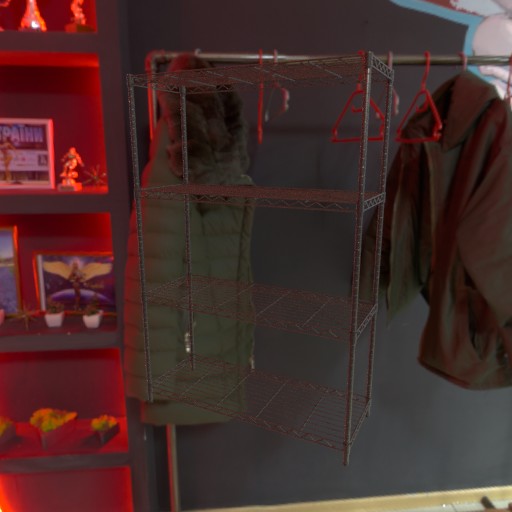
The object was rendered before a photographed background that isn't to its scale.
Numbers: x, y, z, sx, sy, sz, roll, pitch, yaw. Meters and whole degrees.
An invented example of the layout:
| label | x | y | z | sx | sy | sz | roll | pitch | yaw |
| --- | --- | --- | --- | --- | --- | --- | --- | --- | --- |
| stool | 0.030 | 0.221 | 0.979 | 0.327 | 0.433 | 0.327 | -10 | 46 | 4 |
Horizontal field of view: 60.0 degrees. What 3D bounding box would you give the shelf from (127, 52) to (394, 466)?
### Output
| label | x | y | z | sx | sy | sz | roll | pitch | yaw |
| --- | --- | --- | --- | --- | --- | --- | --- | --- | --- |
| shelf | 0.000 | 0.000 | 1.755 | 0.907 | 1.361 | 0.352 | 7 | 15 | 26 |
